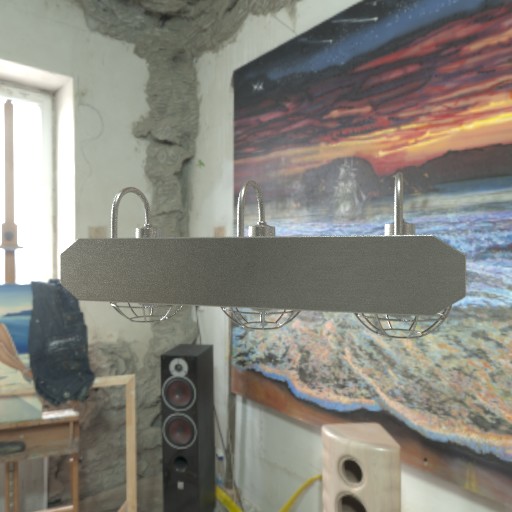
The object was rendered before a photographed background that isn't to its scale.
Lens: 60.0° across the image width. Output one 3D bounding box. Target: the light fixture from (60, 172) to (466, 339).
[{"bbox_3d":[0.000,0.000,0.765,0.634,0.254,0.229,0,1,19],"label":"light fixture"}]
